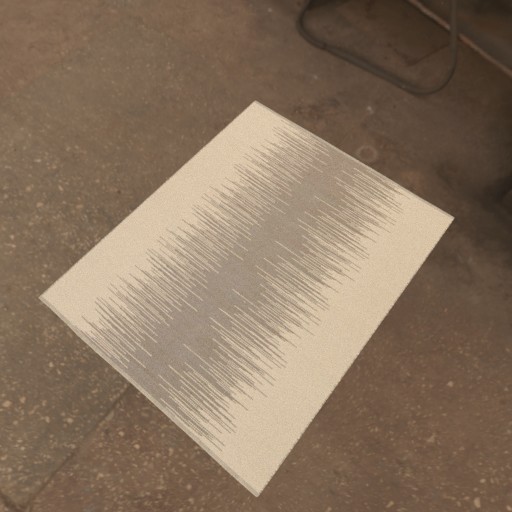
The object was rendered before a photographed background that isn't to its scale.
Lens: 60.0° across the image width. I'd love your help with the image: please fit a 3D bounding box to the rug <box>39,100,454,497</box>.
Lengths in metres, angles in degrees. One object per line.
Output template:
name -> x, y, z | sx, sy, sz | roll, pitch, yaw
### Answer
rug -> 0.000, 0.000, 4.056 | 2.453, 0.010, 3.037 | 36, 68, 17
